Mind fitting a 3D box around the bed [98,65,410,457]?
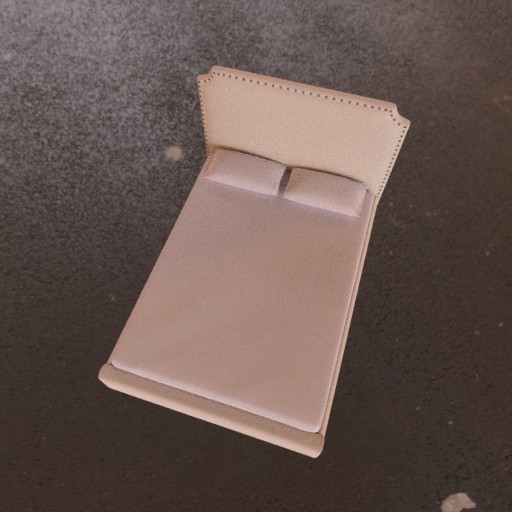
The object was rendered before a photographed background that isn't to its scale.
[{"bbox_3d":[0.000,0.000,3.431,1.712,1.443,2.372,15,62,9],"label":"bed"}]
